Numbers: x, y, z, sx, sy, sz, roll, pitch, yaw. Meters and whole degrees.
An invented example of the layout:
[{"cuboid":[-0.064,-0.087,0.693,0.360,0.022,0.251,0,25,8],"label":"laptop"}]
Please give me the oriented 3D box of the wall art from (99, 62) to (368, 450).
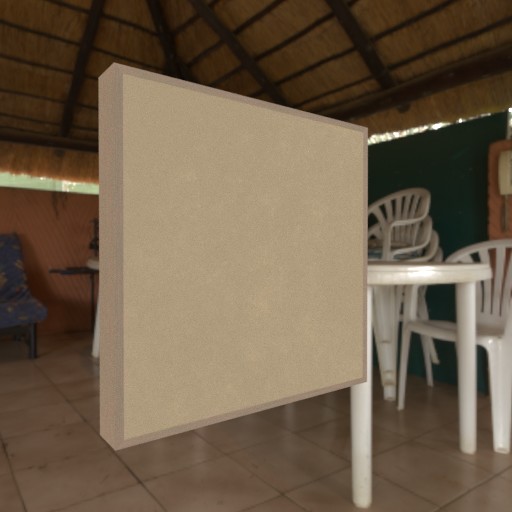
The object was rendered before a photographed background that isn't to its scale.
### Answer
[{"cuboid":[0.000,0.000,0.453,0.304,0.303,0.038,0,1,-37],"label":"wall art"}]
